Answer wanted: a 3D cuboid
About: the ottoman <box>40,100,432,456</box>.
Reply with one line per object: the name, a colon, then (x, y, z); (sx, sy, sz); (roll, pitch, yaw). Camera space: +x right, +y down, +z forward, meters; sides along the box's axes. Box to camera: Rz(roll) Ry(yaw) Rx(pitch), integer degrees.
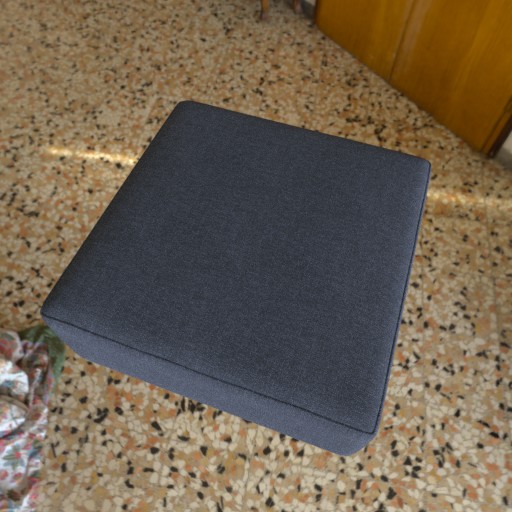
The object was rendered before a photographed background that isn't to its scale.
ottoman: (0.000, 0.000, 1.543); (1.000, 0.439, 1.000); (17, 60, 10)
